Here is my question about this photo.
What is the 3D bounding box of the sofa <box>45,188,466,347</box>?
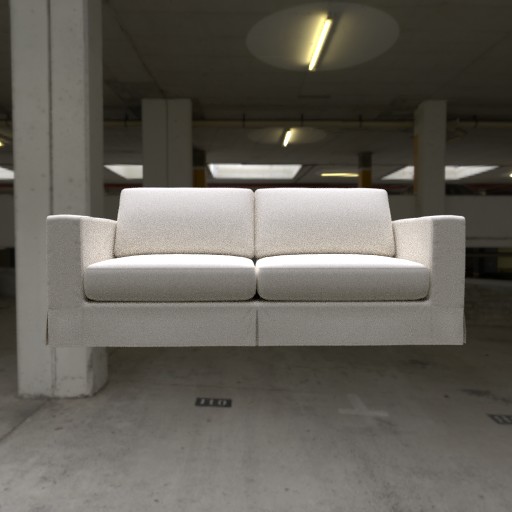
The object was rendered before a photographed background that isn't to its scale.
[{"bbox_3d":[0.000,0.000,2.708,2.163,0.881,0.954,0,2,-1],"label":"sofa"}]
